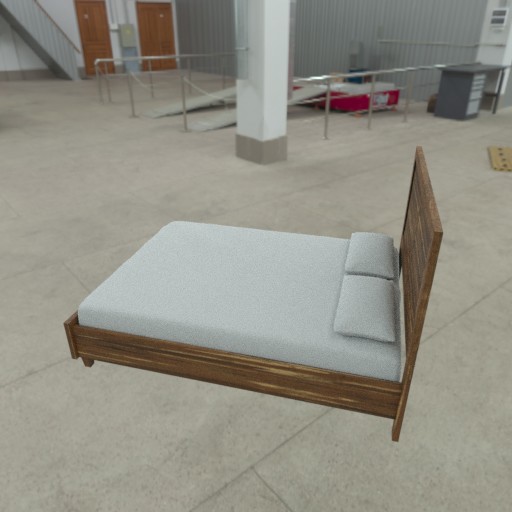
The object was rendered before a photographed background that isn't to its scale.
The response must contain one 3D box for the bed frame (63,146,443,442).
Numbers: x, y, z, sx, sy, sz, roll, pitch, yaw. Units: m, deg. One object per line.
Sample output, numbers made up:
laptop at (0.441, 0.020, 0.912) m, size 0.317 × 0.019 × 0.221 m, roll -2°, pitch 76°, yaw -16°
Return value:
bed frame at (0.000, 0.000, 3.382) m, size 2.276 × 1.417 × 1.696 m, roll 7°, pitch 28°, yaw 13°
